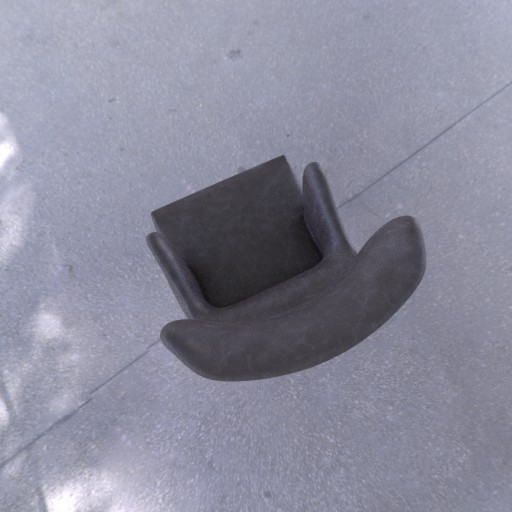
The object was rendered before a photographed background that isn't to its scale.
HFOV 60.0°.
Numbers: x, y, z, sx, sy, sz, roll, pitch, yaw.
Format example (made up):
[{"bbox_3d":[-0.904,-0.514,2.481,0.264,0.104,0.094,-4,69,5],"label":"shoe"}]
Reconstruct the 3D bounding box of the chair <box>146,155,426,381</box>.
[{"bbox_3d":[0.000,0.000,1.424,0.594,1.037,0.717,-25,78,-6],"label":"chair"}]
